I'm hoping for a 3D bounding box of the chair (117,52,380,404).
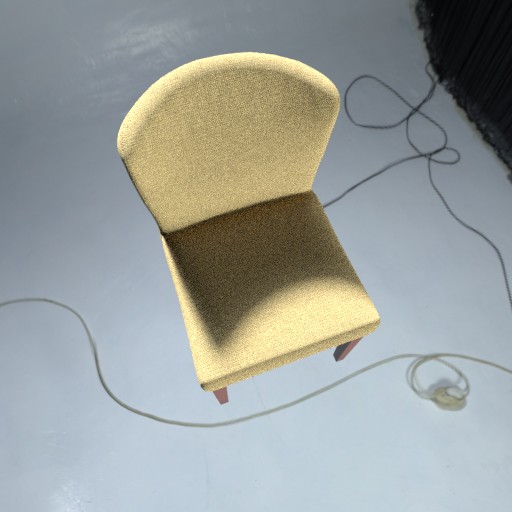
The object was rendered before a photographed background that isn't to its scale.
[{"bbox_3d":[0.000,0.000,1.200,0.491,0.839,0.589,-18,65,-9],"label":"chair"}]
